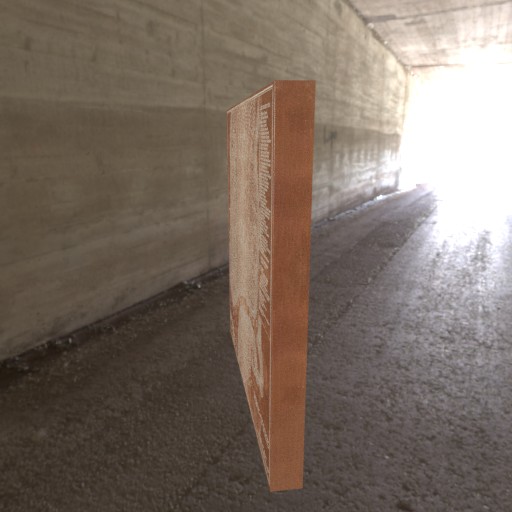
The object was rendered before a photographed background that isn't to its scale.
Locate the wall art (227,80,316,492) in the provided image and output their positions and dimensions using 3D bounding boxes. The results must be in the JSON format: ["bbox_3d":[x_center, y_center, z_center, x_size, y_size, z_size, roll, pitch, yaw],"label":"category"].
[{"bbox_3d":[0.000,0.000,0.605,0.035,0.403,0.403,-2,15,-9],"label":"wall art"}]
